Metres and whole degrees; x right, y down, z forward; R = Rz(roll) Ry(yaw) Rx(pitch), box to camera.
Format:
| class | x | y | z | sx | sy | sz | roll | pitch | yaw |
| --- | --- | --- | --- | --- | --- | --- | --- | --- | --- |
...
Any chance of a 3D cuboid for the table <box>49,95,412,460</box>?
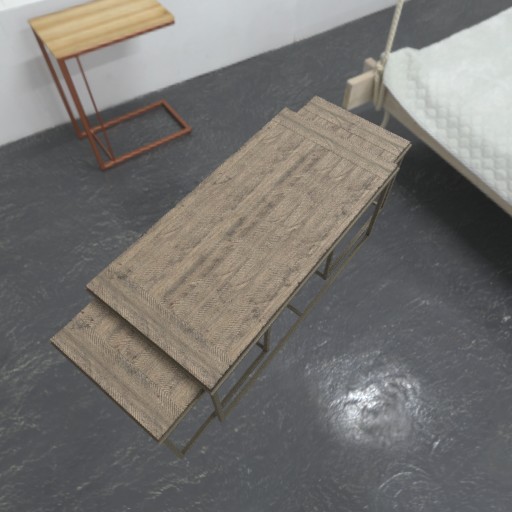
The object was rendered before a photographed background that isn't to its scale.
| class | x | y | z | sx | sy | sz | roll | pitch | yaw |
| --- | --- | --- | --- | --- | --- | --- | --- | --- | --- |
| table | 0.000 | 0.000 | 1.569 | 0.489 | 0.427 | 1.312 | 34 | 64 | 19 |
